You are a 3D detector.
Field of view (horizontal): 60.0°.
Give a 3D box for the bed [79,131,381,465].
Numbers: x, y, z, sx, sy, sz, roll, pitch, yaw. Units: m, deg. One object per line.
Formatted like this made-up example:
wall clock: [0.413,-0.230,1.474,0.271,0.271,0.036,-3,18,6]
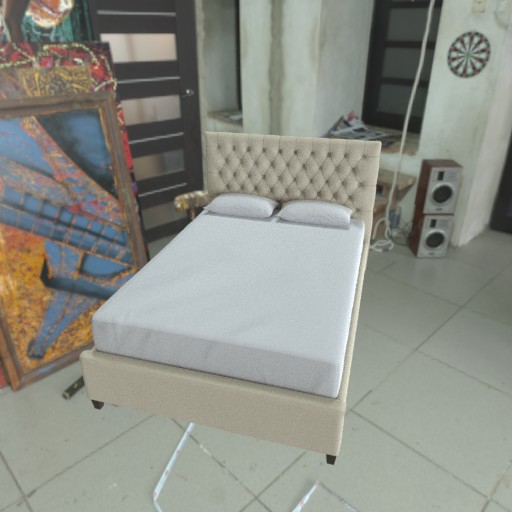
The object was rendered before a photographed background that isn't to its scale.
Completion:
bed: [0.000,0.000,3.499,1.698,1.427,2.387,7,28,14]
